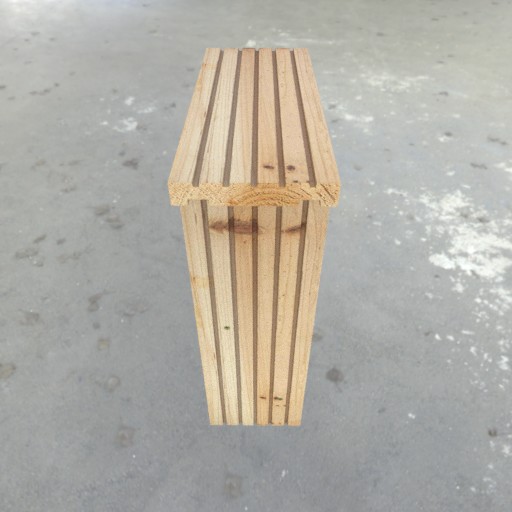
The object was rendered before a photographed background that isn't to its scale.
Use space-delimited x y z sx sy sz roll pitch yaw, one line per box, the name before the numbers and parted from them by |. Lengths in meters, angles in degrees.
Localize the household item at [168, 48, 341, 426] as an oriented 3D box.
household item | 0.000 0.000 0.560 0.123 0.407 0.301 0 42 0
